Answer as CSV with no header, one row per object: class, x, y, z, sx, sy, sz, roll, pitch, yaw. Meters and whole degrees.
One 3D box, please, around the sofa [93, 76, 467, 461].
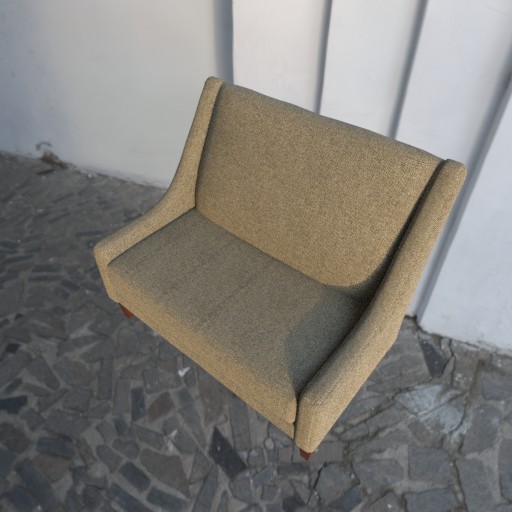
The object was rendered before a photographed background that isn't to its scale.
sofa,0.000,0.000,1.910,1.242,1.021,0.870,30,51,28
